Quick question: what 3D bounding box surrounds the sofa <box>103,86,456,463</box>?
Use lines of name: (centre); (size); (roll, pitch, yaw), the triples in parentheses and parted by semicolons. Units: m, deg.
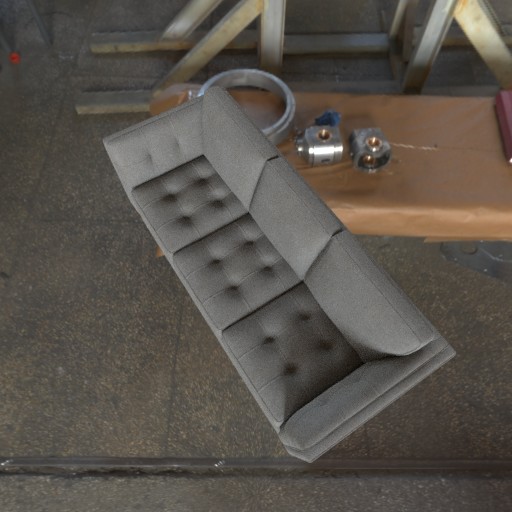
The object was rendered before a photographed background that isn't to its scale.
sofa: (0.000, 0.000, 2.927); (0.965, 0.940, 2.387); (-30, 66, -15)
